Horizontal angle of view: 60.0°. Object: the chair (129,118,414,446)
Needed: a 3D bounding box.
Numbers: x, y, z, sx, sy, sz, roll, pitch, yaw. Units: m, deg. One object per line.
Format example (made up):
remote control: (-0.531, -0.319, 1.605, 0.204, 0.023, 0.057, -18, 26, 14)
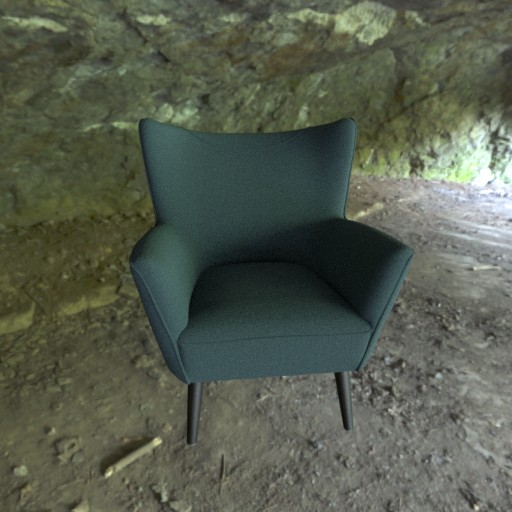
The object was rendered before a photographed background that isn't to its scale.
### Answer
chair: (0.000, 0.000, 1.565, 0.781, 0.933, 0.888, -2, 17, -7)
